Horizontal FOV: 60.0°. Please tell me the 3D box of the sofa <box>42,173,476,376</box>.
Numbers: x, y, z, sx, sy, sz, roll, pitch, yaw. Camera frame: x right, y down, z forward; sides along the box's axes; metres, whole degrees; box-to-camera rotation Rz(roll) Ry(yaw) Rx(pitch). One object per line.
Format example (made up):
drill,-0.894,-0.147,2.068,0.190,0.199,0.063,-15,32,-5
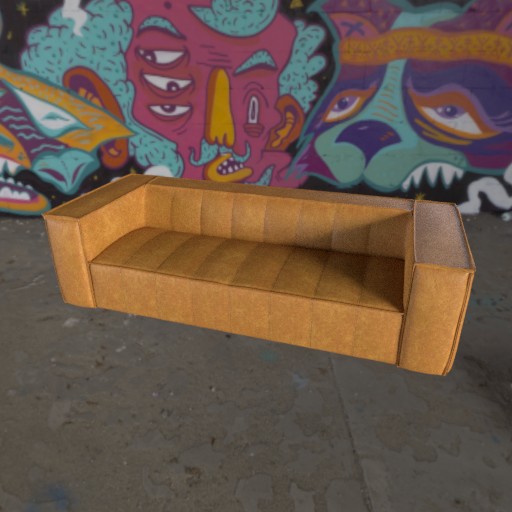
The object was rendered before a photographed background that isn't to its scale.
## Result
sofa,0.000,0.000,3.049,2.581,0.701,1.102,8,27,16
